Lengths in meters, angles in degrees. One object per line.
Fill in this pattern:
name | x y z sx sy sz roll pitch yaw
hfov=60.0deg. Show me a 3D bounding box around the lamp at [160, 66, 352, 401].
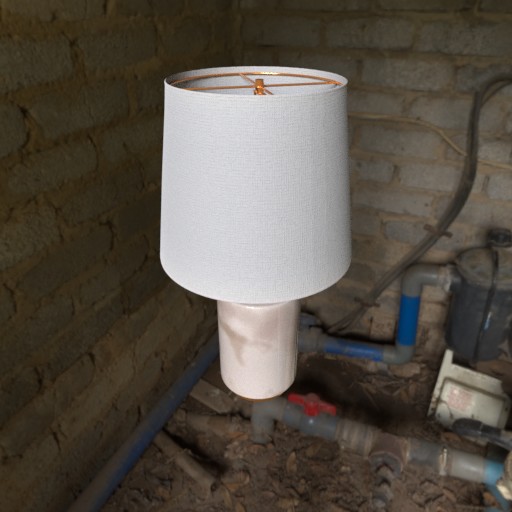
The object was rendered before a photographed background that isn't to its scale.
lamp | 0.000 0.000 0.451 0.189 0.340 0.189 0 30 0
